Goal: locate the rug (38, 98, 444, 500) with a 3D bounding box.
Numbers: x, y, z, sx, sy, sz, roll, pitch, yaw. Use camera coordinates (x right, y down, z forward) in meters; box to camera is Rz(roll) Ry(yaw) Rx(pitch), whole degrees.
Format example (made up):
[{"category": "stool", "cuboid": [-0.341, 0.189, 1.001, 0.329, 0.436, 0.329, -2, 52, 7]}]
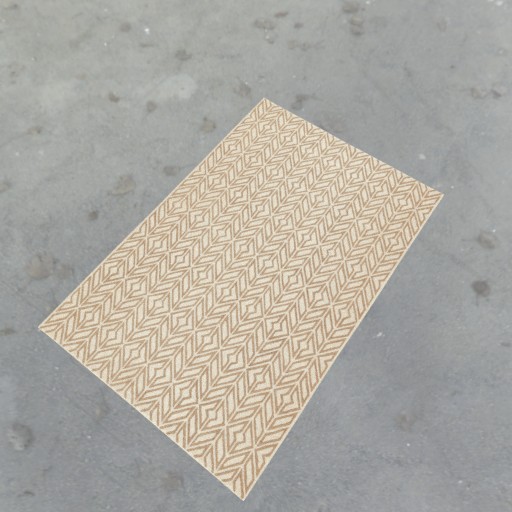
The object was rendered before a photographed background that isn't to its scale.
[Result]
[{"category": "rug", "cuboid": [0.000, 0.000, 2.266, 1.220, 0.007, 1.828, 33, 68, 15]}]
